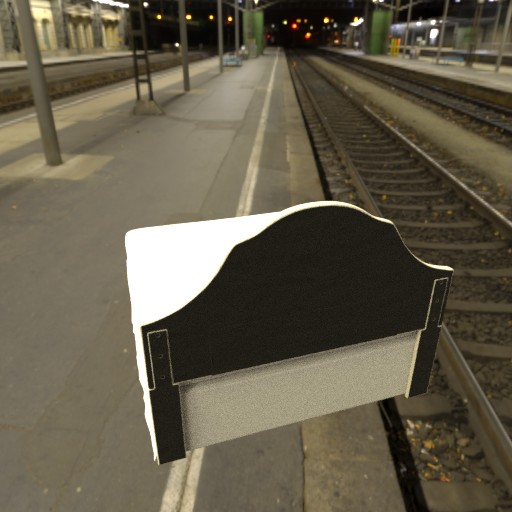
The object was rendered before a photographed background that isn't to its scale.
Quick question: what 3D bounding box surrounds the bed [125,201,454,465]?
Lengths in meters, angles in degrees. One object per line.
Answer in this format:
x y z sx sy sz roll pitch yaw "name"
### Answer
0.000 0.000 3.496 2.012 1.555 2.086 -8 27 -16 "bed"
